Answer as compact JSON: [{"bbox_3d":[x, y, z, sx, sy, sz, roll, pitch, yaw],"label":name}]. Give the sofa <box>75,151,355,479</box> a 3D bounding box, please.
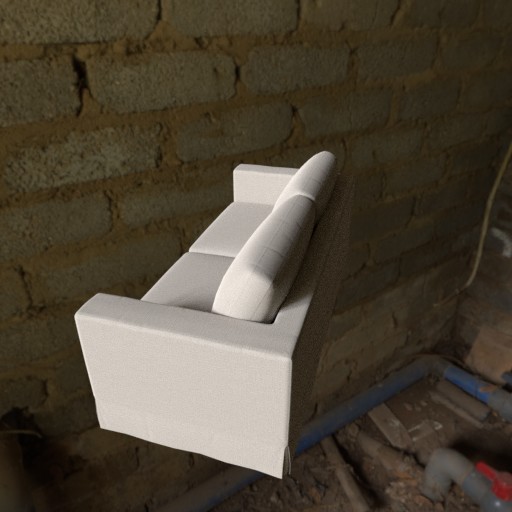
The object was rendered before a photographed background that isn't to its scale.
[{"bbox_3d":[0.000,0.000,2.697,0.954,0.881,2.163,9,30,15],"label":"sofa"}]
